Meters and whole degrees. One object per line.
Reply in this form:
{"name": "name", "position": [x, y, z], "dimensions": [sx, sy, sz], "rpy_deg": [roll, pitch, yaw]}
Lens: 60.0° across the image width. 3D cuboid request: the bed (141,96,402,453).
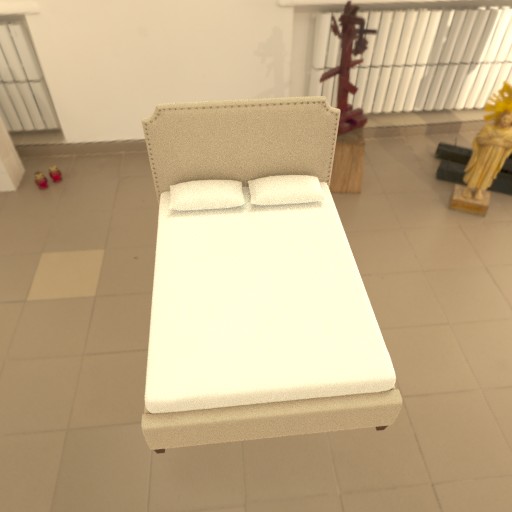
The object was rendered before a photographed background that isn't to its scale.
{"name": "bed", "position": [0.000, 0.000, 3.443], "dimensions": [1.713, 1.443, 2.372], "rpy_deg": [-4, 46, -4]}
